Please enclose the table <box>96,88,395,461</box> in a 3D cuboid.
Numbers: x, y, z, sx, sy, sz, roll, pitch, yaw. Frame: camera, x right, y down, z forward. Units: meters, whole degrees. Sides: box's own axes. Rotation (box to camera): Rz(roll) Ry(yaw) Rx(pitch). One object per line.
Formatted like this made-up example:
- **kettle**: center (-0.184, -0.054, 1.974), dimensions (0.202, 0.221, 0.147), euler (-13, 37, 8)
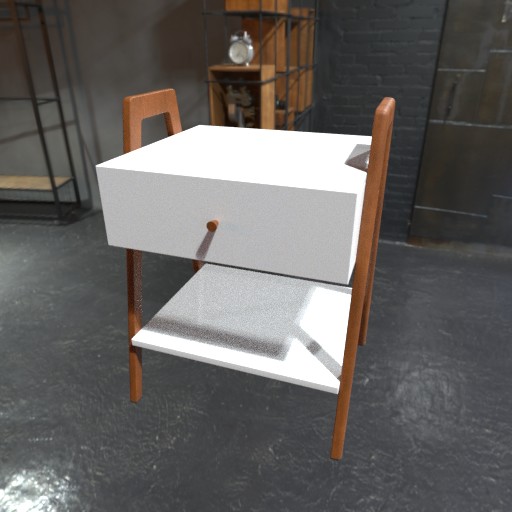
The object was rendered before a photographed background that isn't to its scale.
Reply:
- **table**: center (0.000, 0.000, 0.902), dimensions (0.457, 0.610, 0.405), euler (9, 28, 17)
